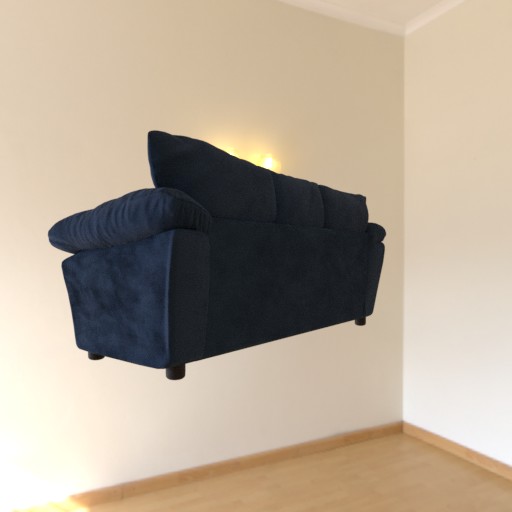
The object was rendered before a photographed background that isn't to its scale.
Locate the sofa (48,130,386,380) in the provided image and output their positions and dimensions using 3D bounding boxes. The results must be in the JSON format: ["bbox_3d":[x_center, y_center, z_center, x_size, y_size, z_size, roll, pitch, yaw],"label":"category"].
[{"bbox_3d":[0.000,0.000,2.876,0.907,1.091,2.390,0,0,38],"label":"sofa"}]
